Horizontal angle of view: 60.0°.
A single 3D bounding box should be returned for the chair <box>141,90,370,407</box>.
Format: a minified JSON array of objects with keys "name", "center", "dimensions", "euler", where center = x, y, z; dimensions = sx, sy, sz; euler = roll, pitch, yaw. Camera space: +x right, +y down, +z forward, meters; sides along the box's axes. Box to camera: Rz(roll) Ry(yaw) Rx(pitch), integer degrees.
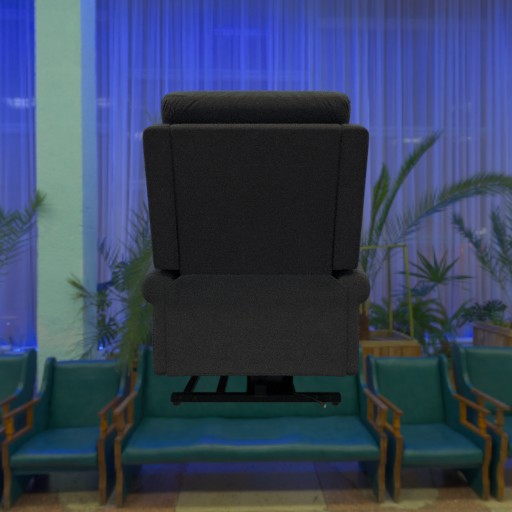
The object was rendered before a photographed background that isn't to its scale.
[{"name":"chair","center":[0.000,0.000,1.793],"dimensions":[0.871,1.031,0.979],"euler":[0,0,0]}]
